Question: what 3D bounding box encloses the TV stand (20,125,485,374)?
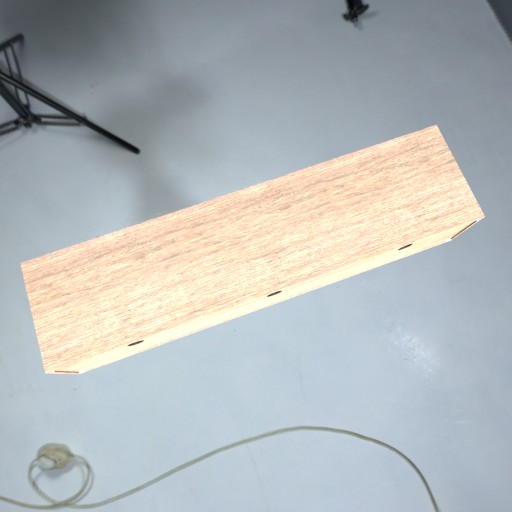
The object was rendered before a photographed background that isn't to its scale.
[{"bbox_3d":[0.000,0.000,1.645,1.482,0.409,0.366,-19,76,-5],"label":"TV stand"}]
